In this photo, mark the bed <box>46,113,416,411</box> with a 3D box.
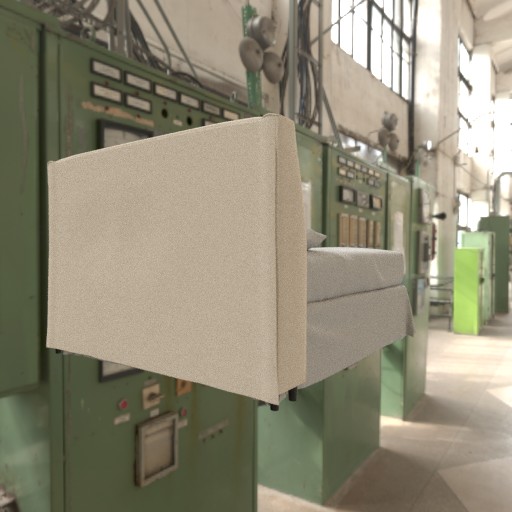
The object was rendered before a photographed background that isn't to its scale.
[{"bbox_3d":[0.000,0.000,3.378,1.925,1.332,2.276,1,1,36],"label":"bed"}]
